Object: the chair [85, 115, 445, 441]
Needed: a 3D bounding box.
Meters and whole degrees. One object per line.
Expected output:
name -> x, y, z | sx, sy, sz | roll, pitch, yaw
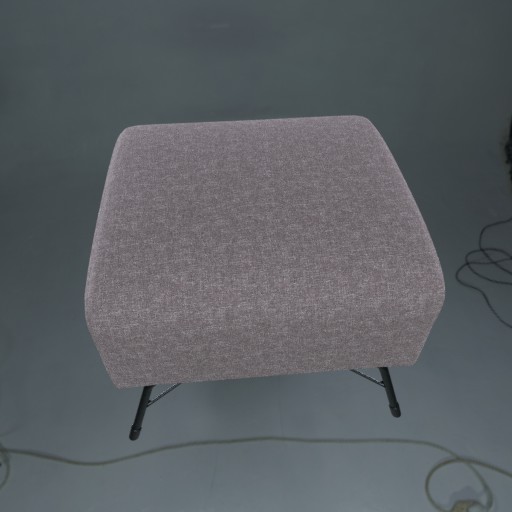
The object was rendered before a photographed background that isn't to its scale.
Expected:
chair -> 0.000, 0.000, 0.878 | 0.530, 0.410, 0.530 | -4, 48, -3
